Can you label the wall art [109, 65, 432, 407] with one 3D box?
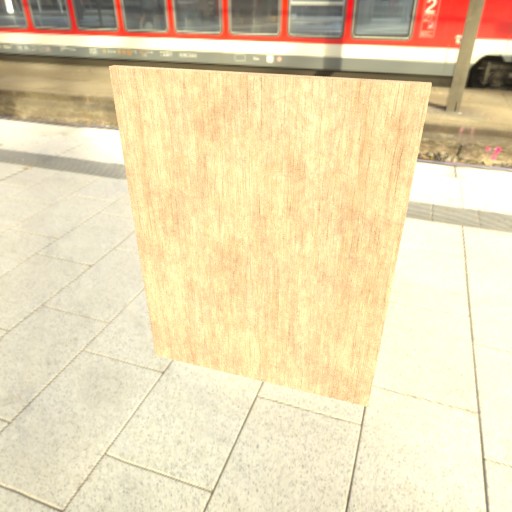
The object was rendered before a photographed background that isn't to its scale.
[{"bbox_3d":[0.000,0.000,0.890,0.534,0.686,0.018,9,33,15],"label":"wall art"}]
